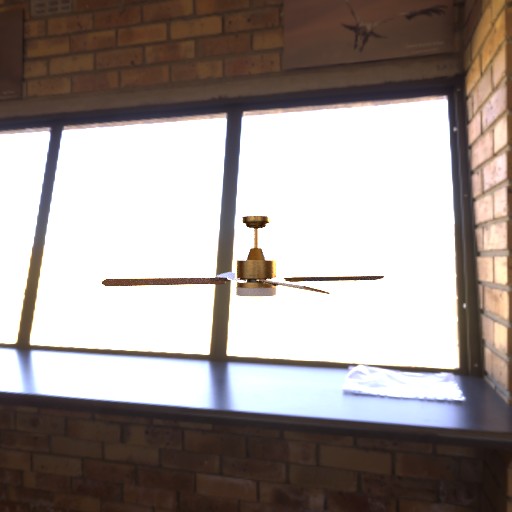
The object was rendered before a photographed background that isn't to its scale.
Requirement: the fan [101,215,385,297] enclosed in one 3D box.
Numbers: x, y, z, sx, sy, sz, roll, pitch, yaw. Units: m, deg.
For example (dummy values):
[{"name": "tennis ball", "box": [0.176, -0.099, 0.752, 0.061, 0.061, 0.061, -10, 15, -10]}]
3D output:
[{"name": "fan", "box": [0.000, 0.000, 2.000, 1.320, 0.355, 1.320, 0, 0, -18]}]
